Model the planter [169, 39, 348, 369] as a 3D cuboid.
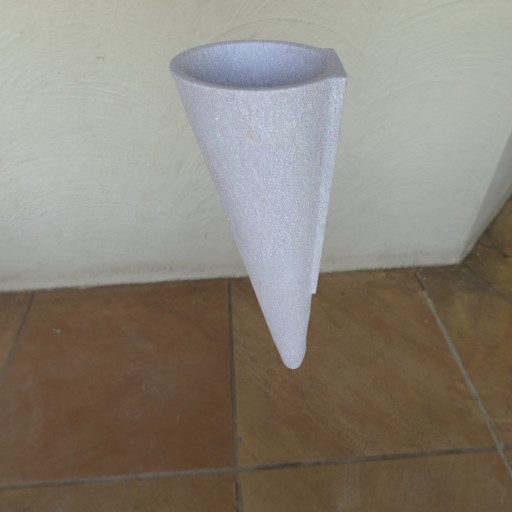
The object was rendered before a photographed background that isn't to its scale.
[{"bbox_3d":[0.000,0.000,0.307,0.087,0.259,0.078,-1,41,-1],"label":"planter"}]
